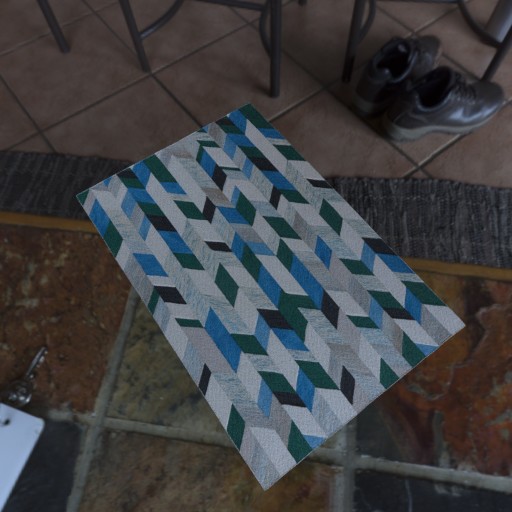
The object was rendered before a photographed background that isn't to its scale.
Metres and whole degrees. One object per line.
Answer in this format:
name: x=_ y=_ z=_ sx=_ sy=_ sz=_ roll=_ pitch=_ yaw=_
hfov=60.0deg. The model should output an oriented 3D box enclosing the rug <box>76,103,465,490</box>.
rug: x=0.000 y=0.000 z=2.346 sx=1.229 sy=0.005 sz=1.827 roll=-33 pitch=68 yaw=-15
